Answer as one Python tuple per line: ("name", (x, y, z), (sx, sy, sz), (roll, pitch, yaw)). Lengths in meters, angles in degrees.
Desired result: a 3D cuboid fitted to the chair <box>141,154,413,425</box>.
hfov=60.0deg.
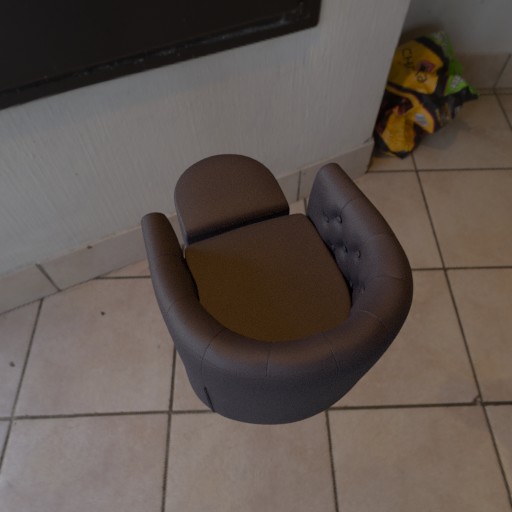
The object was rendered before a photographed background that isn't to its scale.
("chair", (0.000, 0.000, 1.683), (0.763, 0.760, 1.191), (-17, 59, -10))
